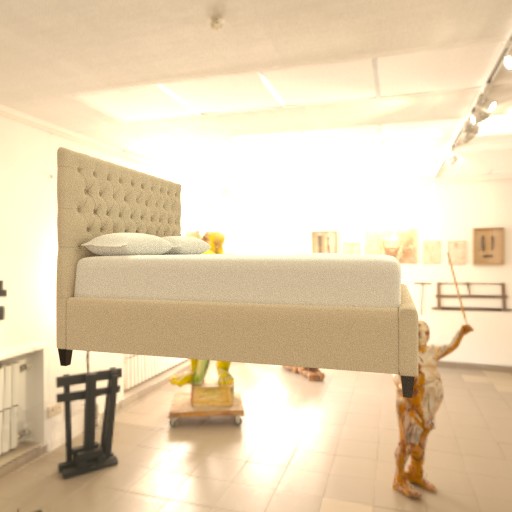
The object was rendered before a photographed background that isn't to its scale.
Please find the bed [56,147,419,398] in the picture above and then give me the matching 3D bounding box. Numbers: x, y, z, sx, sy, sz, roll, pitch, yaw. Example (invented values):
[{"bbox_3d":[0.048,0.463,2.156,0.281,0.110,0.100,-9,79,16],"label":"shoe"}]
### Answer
[{"bbox_3d":[0.000,0.000,3.354,2.233,1.426,1.696,0,1,17],"label":"bed"}]
